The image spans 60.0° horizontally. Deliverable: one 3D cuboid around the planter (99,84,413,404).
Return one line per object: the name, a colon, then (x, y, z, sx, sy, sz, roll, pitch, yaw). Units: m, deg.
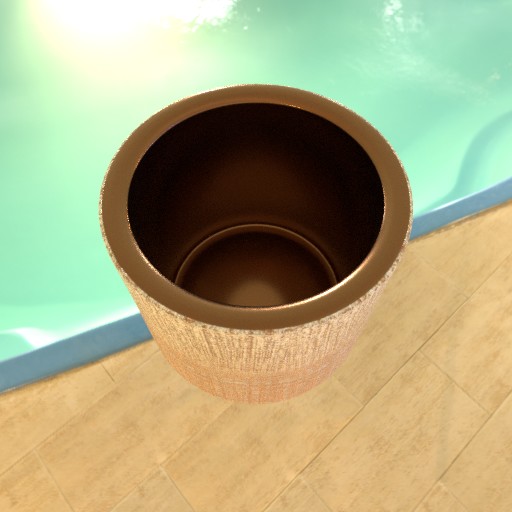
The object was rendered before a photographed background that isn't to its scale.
planter: (0.000, 0.000, 0.193, 0.109, 0.096, 0.109, 0, 60, 0)
